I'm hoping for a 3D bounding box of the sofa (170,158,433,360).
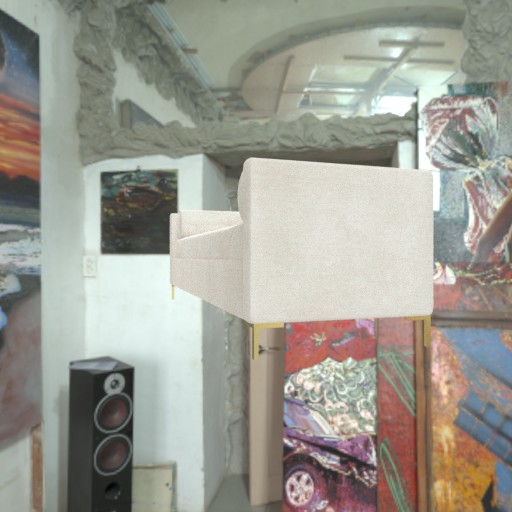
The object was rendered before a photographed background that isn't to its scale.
[{"bbox_3d":[0.000,0.000,2.392,0.686,0.635,1.981,0,0,-18],"label":"sofa"}]
